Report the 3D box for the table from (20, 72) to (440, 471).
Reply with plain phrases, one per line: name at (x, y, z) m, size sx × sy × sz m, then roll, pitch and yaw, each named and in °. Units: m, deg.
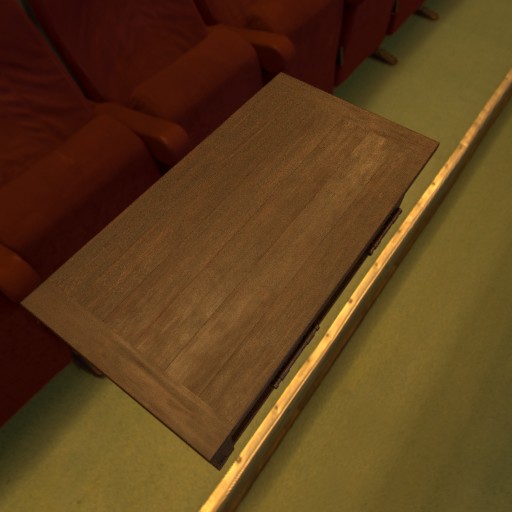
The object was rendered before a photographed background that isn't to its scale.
table at (0.000, 0.000, 1.591) m, size 0.700 × 0.494 × 1.270 m, roll 32°, pitch 63°, yaw 18°
